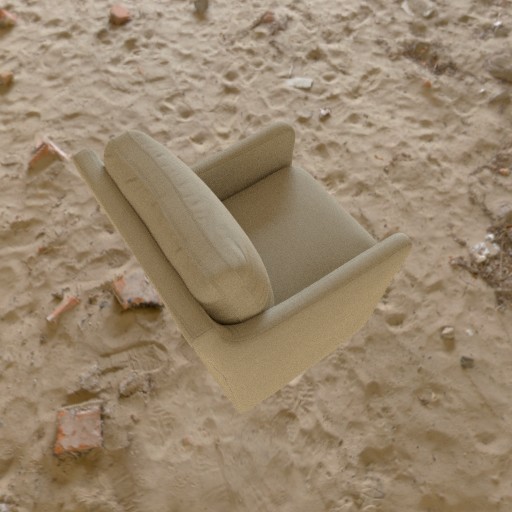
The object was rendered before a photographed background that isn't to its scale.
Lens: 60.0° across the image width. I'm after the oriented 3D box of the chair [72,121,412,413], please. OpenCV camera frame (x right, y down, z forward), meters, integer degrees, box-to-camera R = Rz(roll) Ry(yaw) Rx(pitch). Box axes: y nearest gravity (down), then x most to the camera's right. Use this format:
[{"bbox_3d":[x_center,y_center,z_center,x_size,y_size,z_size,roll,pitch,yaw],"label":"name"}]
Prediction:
[{"bbox_3d":[0.000,0.000,1.385,0.694,0.914,0.626,-31,63,-17],"label":"chair"}]
